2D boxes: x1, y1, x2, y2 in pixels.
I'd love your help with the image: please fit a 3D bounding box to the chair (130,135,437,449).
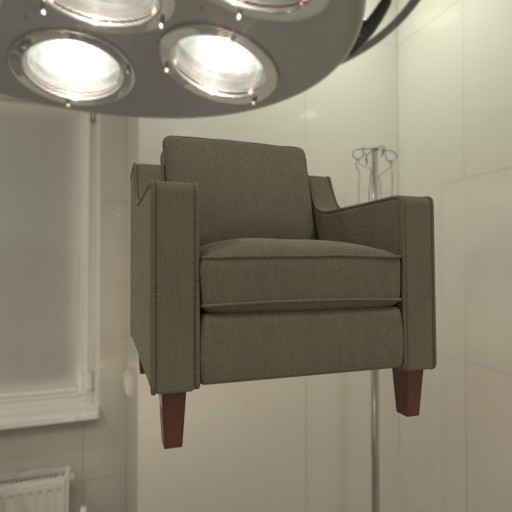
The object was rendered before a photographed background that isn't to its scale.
[{"bbox_3d":[0.000,0.000,1.594,0.831,0.960,0.909,0,-1,-19],"label":"chair"}]
